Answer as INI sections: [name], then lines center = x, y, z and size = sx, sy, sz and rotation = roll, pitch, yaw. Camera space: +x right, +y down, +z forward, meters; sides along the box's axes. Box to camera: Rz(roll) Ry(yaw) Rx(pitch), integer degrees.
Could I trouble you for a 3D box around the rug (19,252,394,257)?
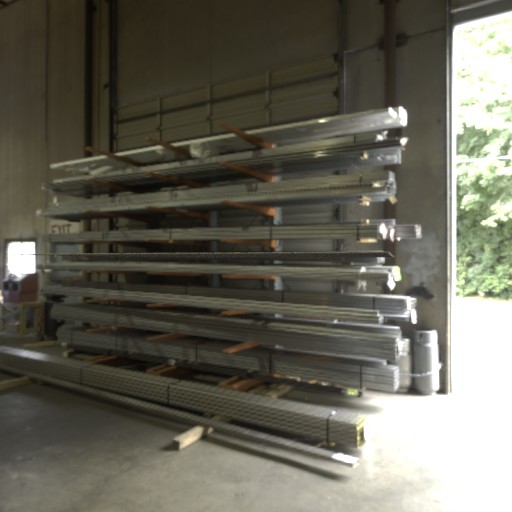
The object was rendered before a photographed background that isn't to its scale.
[rug]
center = 0.000, 0.000, 4.101
size = 2.421, 0.008, 3.045
rotation = 0, -1, 18
